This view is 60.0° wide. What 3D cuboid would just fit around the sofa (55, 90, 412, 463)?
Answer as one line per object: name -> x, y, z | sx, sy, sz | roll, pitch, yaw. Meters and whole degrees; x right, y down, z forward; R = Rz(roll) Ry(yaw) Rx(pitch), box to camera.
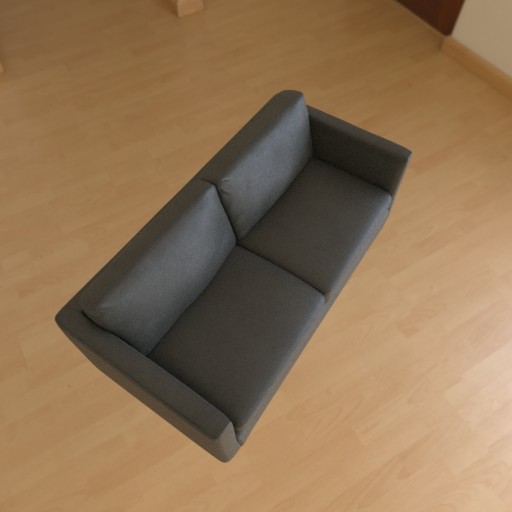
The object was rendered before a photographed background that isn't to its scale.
sofa -> 0.000, 0.000, 2.473 | 0.951, 0.933, 1.883 | 30, 63, 17
